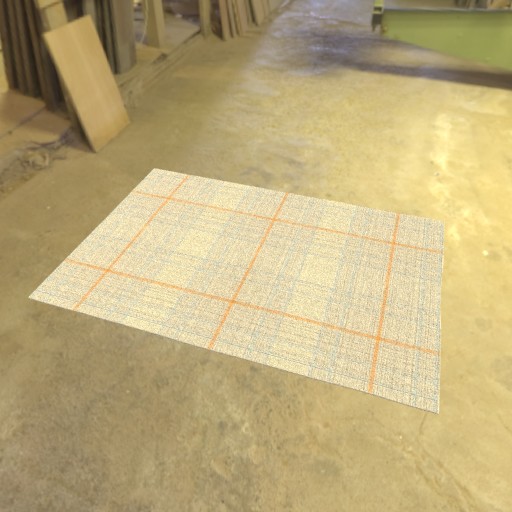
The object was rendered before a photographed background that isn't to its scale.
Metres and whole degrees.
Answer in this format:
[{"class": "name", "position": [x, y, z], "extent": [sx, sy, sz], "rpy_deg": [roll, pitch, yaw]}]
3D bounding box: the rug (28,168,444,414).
[{"class": "rug", "position": [0.000, 0.000, 2.275], "extent": [1.825, 0.015, 1.232], "rpy_deg": [13, 43, 14]}]
